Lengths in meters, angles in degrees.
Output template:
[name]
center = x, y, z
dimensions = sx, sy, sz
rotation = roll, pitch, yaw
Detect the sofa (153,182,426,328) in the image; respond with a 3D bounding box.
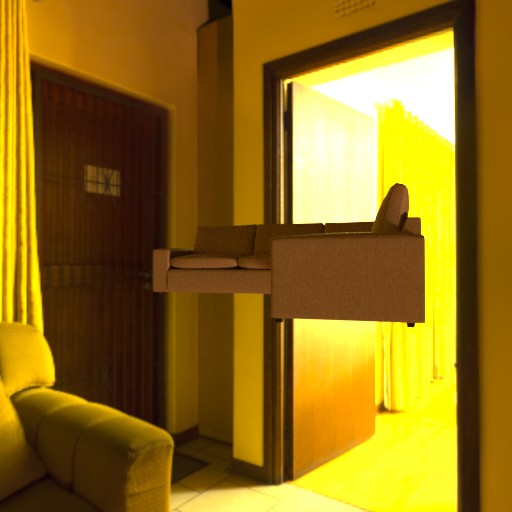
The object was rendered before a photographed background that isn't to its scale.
[sofa]
center = 0.000, 0.000, 3.960
dimensions = 2.622, 0.800, 2.742
rotation = 0, -1, 16
